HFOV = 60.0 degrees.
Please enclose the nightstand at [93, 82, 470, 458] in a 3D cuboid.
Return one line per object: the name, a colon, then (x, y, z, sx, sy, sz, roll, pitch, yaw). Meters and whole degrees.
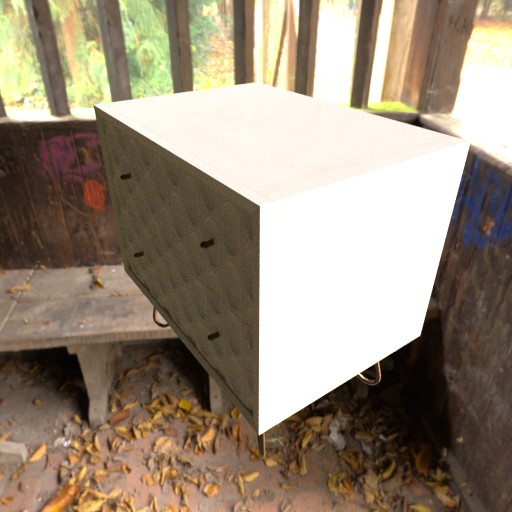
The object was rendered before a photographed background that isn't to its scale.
nightstand: (0.000, 0.000, 1.002, 0.447, 0.604, 0.614, -21, 37, -29)
